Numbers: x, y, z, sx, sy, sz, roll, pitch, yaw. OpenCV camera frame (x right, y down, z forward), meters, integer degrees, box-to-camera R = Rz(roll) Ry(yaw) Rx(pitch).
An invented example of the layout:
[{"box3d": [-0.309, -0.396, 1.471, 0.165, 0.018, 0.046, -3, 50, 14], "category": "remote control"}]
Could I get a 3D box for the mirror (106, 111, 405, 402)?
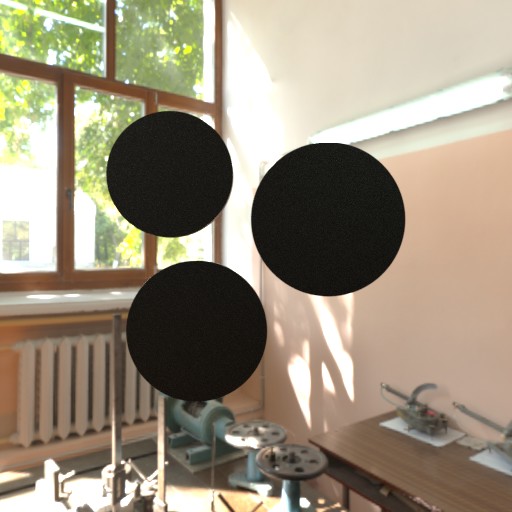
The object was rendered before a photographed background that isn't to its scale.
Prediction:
[{"box3d": [0.000, 0.000, 3.233, 2.160, 2.096, 0.076, 0, 0, 0], "category": "mirror"}]
